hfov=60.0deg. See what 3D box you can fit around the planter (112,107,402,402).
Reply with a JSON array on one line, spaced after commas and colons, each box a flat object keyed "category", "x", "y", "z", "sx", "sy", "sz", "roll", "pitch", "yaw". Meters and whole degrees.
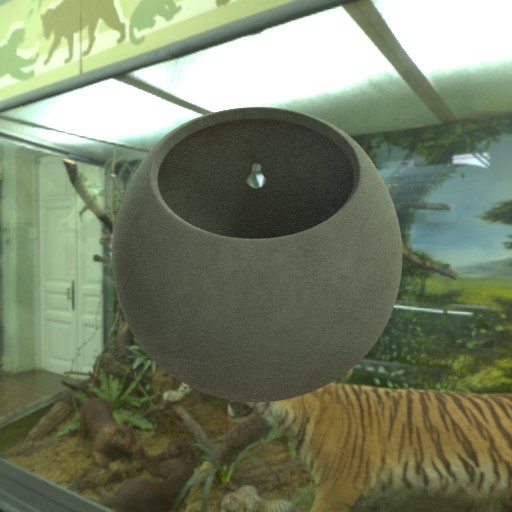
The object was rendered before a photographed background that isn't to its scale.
[{"category": "planter", "x": 0.000, "y": 0.000, "z": 0.284, "sx": 0.185, "sy": 0.188, "sz": 0.071, "roll": 0, "pitch": 2, "yaw": 1}]
